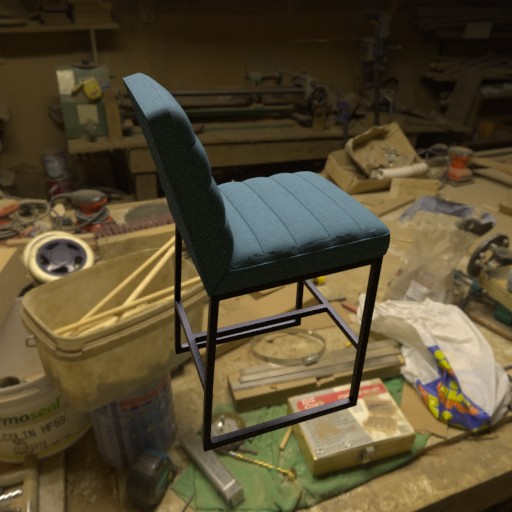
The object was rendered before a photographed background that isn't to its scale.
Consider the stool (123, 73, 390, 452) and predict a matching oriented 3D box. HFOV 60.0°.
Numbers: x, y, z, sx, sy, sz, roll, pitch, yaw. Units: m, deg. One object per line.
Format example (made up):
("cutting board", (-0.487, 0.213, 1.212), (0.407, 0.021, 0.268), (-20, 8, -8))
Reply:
("stool", (0.000, 0.000, 1.248), (0.560, 0.940, 0.460), (-10, 32, -17))
